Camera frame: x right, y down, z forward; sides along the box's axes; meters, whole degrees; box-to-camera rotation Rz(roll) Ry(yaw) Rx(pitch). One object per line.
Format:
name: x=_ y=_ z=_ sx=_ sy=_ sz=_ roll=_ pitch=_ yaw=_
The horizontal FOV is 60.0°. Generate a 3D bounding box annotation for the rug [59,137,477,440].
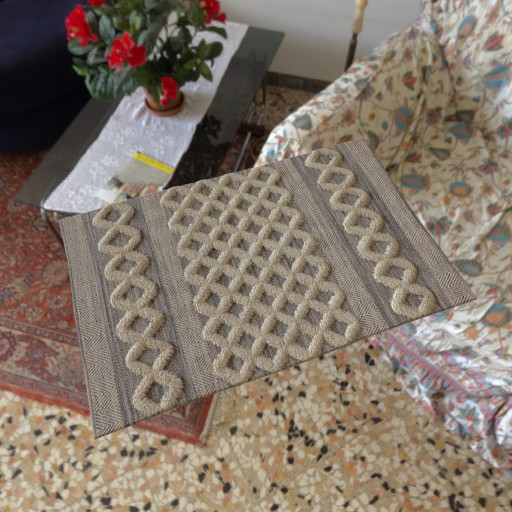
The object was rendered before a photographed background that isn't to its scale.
rug: x=0.000 y=0.000 z=2.867 sx=2.333 sy=0.033 sz=1.513 roll=-17 pitch=59 yaw=-11
